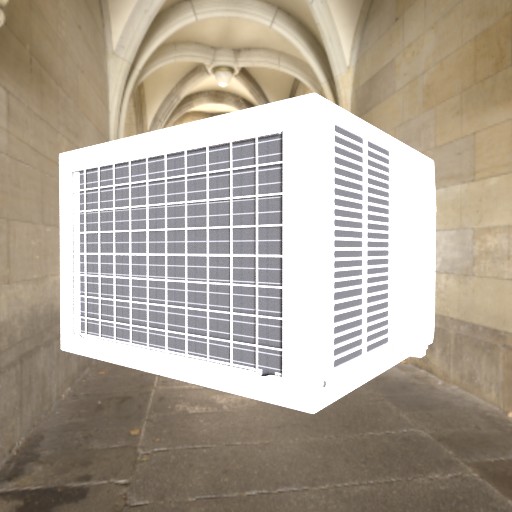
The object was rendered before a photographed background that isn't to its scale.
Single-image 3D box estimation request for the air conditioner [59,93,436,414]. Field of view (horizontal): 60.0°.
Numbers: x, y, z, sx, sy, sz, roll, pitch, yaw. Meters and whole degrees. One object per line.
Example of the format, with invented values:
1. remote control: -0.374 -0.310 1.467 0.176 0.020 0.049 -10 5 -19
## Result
1. air conditioner: 0.000 0.000 1.028 0.645 0.455 0.599 1 1 37
